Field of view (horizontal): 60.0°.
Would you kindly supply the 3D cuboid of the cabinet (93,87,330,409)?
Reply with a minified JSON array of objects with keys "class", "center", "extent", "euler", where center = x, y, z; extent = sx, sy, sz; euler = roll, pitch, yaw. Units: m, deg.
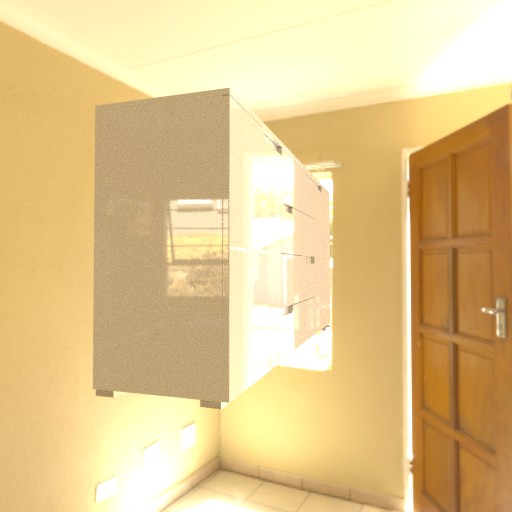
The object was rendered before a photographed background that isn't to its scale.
[{"class":"cabinet","center":[0.000,0.000,1.941],"extent":[0.400,0.800,1.650],"euler":[0,-1,18]}]
